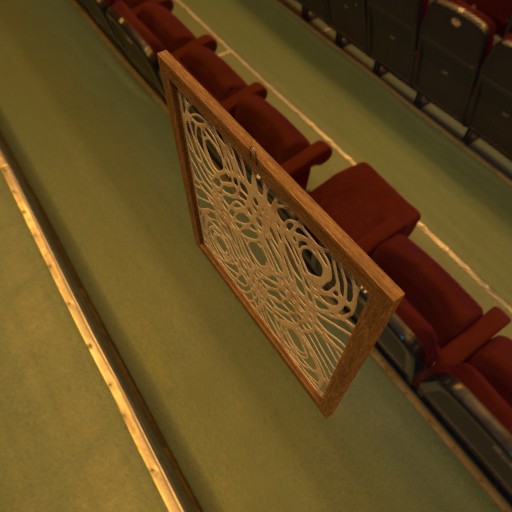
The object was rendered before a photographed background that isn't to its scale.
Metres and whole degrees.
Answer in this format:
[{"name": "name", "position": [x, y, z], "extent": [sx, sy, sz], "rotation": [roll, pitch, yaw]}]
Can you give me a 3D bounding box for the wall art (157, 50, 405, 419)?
[{"name": "wall art", "position": [0.000, 0.000, 0.846], "extent": [0.021, 0.576, 0.561], "rotation": [-30, 62, -18]}]
